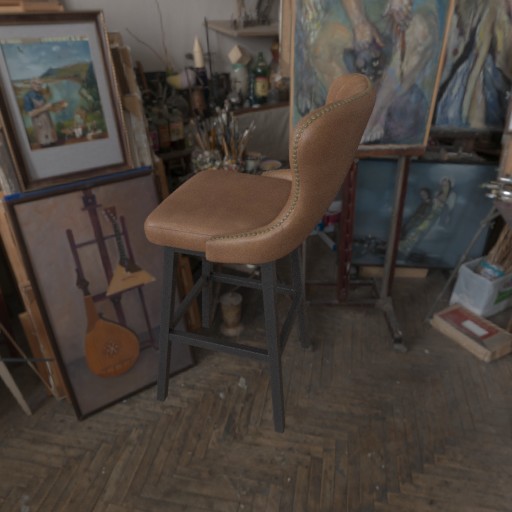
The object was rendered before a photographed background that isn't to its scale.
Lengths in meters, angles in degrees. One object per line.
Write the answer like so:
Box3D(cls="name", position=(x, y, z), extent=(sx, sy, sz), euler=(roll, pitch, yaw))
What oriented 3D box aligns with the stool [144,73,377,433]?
Box3D(cls="stool", position=(0.000, 0.000, 1.397), extent=(0.601, 1.050, 0.528), euler=(9, 33, 15))
